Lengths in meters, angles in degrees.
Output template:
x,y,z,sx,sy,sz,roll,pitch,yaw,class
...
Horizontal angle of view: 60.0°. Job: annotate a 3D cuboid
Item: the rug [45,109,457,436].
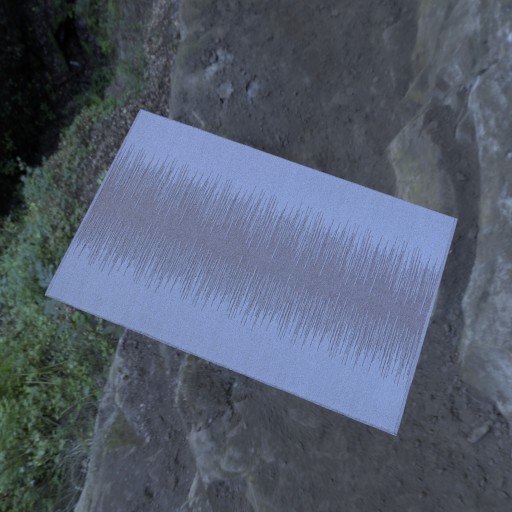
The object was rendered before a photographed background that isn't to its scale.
x,y,z,sx,sy,sz,roll,pitch,yaw,class
0.000,0.000,3.024,2.440,0.012,1.522,20,76,5,rug
